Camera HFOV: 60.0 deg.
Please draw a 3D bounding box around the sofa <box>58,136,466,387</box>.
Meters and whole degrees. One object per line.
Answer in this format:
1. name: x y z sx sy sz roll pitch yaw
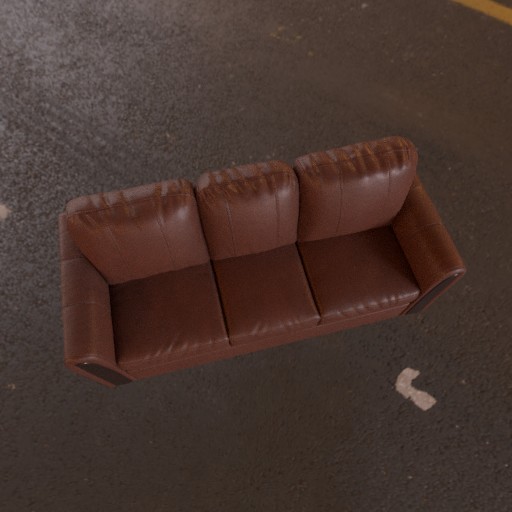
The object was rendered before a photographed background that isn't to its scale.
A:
1. sofa: 0.000 0.000 2.253 1.862 0.915 0.802 -12 63 -6
